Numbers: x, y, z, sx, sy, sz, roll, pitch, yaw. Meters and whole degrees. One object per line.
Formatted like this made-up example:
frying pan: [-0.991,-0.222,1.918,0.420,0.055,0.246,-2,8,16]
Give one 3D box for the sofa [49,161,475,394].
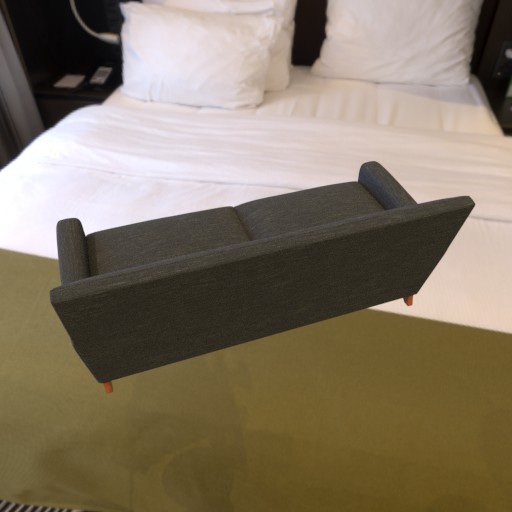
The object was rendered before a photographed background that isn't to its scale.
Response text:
sofa: [0.000,0.000,2.431,1.976,0.846,0.875,-13,43,-15]
